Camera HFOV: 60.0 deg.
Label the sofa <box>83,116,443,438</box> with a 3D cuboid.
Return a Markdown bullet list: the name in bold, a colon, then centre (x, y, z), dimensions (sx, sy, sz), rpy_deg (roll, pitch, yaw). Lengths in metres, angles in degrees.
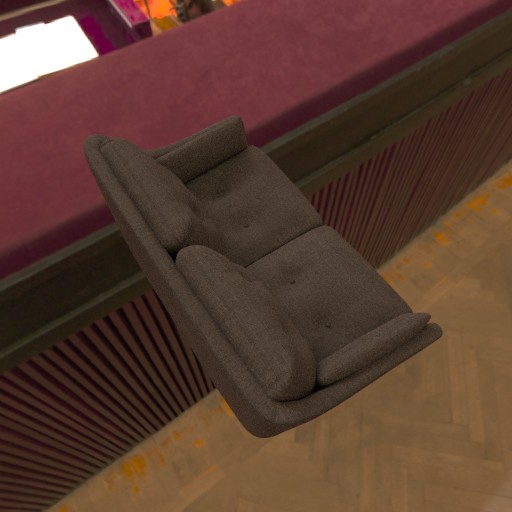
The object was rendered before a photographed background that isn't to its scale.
- **sofa**: centre (0.000, 0.000, 2.204), dimensions (0.976, 0.887, 1.646), rpy_deg (-30, 64, -17)
